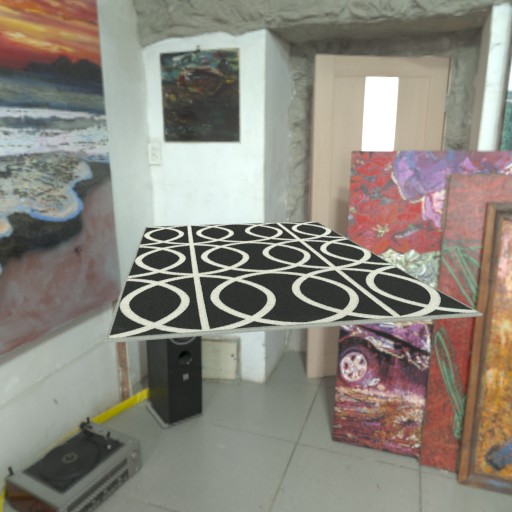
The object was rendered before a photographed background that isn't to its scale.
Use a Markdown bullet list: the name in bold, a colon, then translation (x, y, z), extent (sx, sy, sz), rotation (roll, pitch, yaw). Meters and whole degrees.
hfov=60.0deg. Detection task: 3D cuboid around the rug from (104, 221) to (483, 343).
- **rug**: translation (0.000, 0.000, 2.809), extent (1.526, 0.014, 2.290), rotation (-2, 14, -10)
